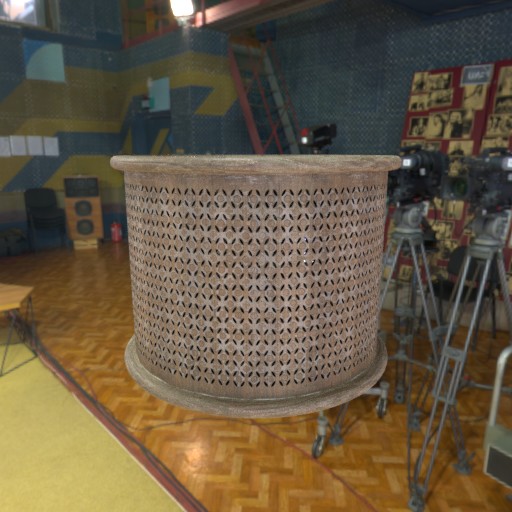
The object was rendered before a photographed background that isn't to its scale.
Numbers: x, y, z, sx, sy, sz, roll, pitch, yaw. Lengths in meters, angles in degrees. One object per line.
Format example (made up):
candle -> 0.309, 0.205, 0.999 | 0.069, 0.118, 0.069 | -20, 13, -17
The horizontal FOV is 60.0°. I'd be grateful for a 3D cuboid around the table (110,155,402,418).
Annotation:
table -> 0.000, 0.000, 1.017 | 0.607, 0.450, 0.607 | 0, 13, 0
